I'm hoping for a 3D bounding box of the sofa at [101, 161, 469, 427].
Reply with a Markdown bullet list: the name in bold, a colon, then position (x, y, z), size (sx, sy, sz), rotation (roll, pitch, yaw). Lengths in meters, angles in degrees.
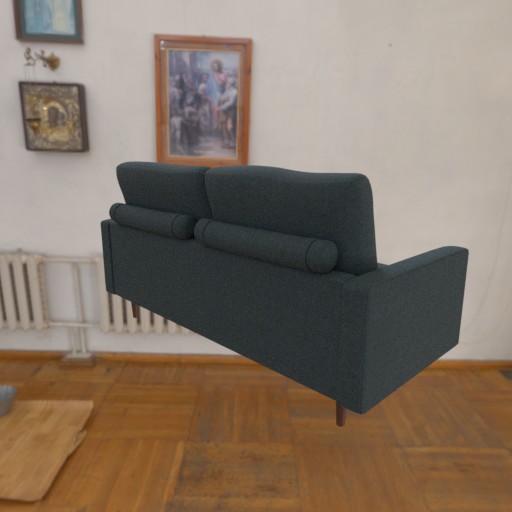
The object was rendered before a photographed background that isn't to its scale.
- **sofa**: position (0.000, 0.000, 2.530), size (0.966, 1.050, 2.010), rotation (-13, 19, -43)
